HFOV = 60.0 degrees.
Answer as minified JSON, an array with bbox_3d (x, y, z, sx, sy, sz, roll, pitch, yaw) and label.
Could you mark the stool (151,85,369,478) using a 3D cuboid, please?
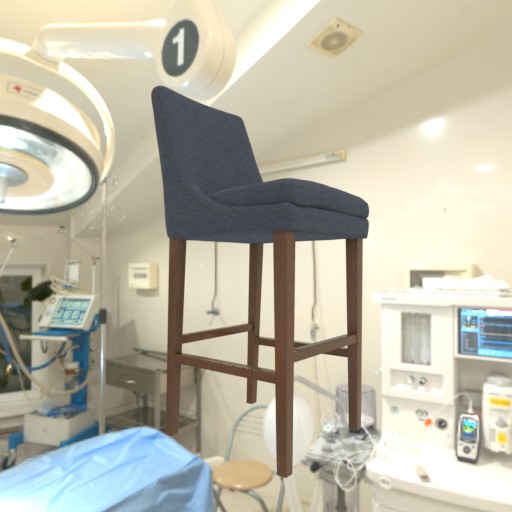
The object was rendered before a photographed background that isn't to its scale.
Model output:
[{"bbox_3d":[0.000,0.000,1.393,0.577,1.078,0.470,-1,-1,38],"label":"stool"}]
